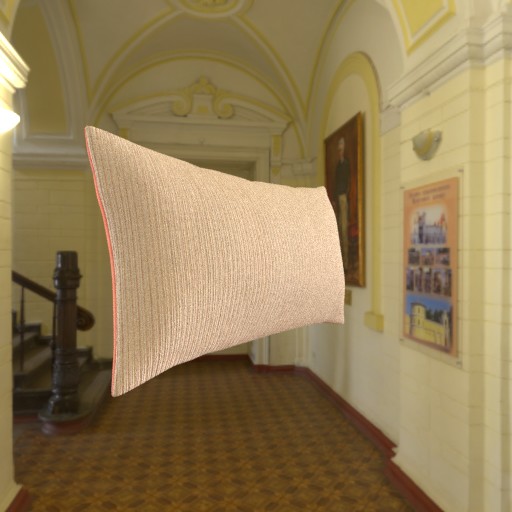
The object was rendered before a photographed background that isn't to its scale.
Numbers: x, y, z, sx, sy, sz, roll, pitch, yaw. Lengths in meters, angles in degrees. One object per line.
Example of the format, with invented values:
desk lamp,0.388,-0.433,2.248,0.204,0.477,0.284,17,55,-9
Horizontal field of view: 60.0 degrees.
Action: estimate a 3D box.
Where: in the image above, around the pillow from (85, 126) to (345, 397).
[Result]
pillow,0.000,0.000,0.745,0.155,0.307,0.608,0,1,35
